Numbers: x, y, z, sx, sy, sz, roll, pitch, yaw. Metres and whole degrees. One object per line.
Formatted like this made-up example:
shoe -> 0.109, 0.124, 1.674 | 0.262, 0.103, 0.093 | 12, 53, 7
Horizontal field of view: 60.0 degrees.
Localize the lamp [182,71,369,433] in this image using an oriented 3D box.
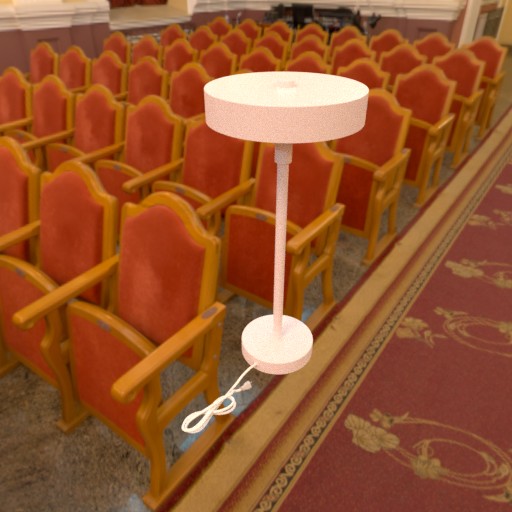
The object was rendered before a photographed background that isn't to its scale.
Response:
lamp -> 0.000, 0.000, 0.704 | 0.229, 0.508, 0.369 | 21, 38, 30
